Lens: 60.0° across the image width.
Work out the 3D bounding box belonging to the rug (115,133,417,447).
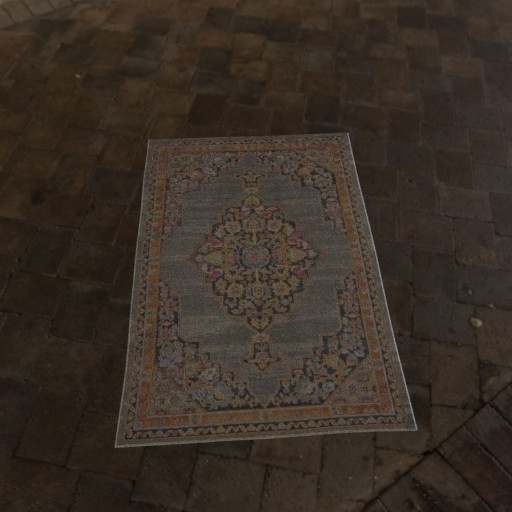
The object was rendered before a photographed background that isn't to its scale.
[{"bbox_3d":[0.000,0.000,3.744,2.043,0.026,2.901,-3,58,-2],"label":"rug"}]
